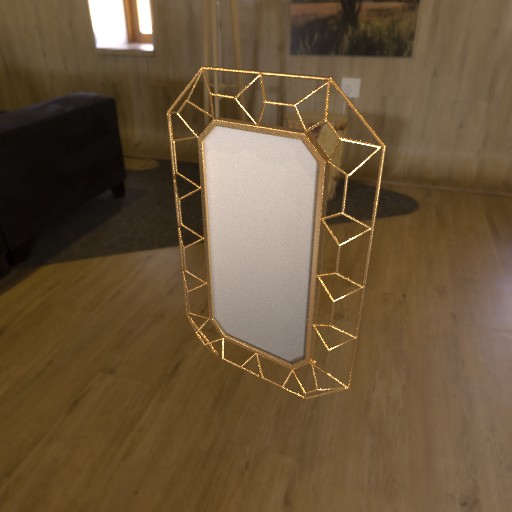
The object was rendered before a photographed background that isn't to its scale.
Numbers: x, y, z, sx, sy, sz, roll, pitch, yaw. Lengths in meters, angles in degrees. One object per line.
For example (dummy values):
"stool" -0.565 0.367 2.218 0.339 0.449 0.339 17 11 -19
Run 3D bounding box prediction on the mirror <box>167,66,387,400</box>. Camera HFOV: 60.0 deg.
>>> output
"mirror" 0.000 0.000 1.127 0.572 0.870 0.051 18 34 29
